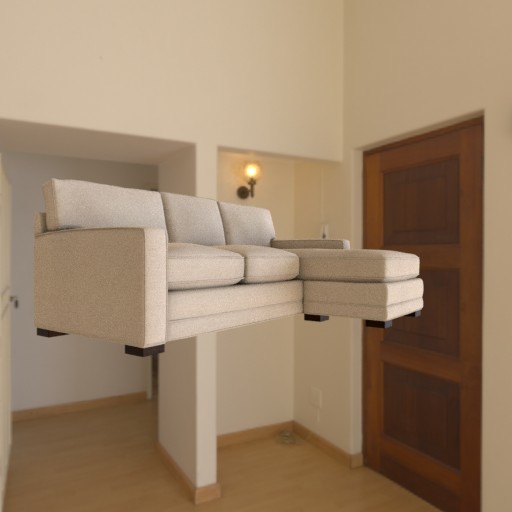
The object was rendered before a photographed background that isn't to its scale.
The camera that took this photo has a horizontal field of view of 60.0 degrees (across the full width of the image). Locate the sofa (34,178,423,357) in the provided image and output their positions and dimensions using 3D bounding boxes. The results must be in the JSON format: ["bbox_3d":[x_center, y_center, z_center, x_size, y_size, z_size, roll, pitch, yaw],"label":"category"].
[{"bbox_3d":[0.000,0.000,2.814,1.496,0.861,2.087,0,0,36],"label":"sofa"}]
